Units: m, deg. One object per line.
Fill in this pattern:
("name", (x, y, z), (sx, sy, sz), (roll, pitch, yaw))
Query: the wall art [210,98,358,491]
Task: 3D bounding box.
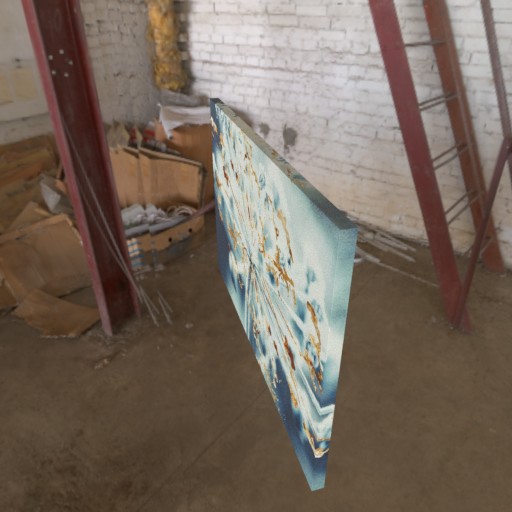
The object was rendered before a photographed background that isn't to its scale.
("wall art", (0.000, 0.000, 1.425), (0.035, 0.759, 1.138), (-9, 32, -14))
